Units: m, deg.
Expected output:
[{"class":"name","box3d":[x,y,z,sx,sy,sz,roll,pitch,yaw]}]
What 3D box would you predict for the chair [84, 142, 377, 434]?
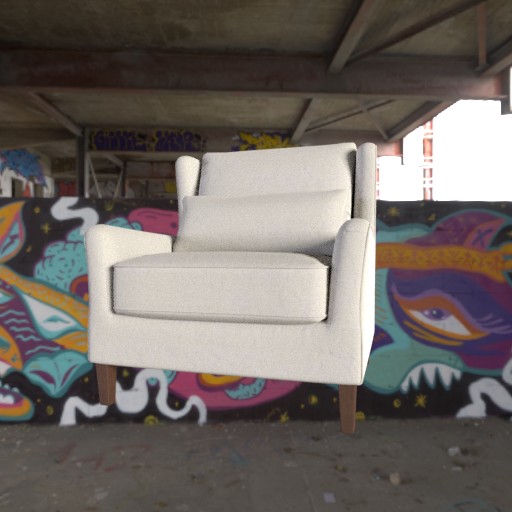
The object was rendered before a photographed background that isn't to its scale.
[{"class":"chair","box3d":[0.000,0.000,1.868,0.982,1.056,1.040,0,0,17]}]
